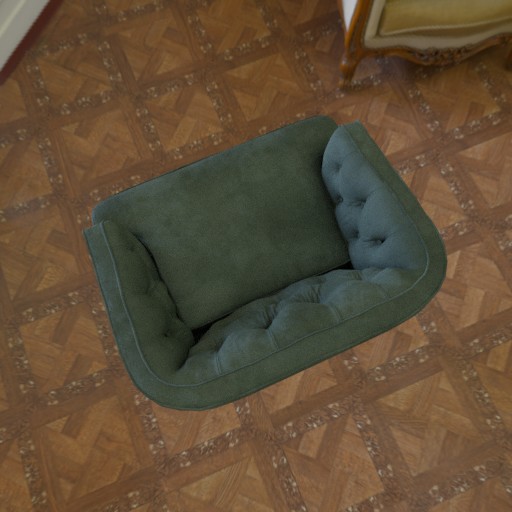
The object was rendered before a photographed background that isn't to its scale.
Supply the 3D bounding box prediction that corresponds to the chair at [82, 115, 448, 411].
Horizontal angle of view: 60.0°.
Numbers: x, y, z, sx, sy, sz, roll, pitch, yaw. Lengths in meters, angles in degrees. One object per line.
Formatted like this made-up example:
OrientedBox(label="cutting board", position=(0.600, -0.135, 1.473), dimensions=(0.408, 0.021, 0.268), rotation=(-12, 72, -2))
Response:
OrientedBox(label="chair", position=(0.000, 0.000, 1.767), dimensions=(1.104, 0.852, 0.941), rotation=(-23, 76, -6))
